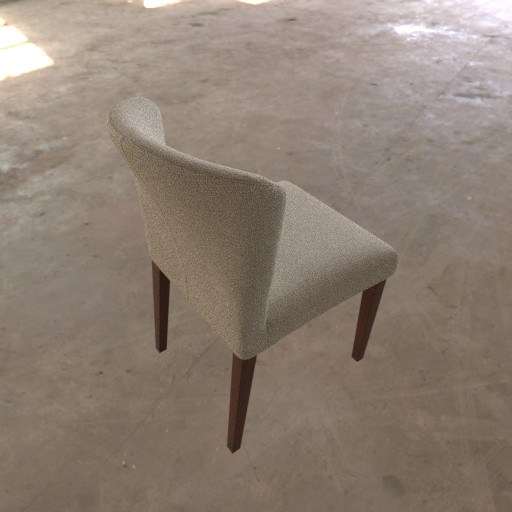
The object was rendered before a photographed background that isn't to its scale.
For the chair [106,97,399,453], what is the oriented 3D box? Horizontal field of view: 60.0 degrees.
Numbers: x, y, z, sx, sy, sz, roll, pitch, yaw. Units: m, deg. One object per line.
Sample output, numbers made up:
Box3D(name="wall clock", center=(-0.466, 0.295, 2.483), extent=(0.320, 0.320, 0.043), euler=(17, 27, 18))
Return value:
Box3D(name="chair", center=(0.000, 0.000, 1.161), extent=(0.589, 0.839, 0.491), euler=(-26, 47, -27))
